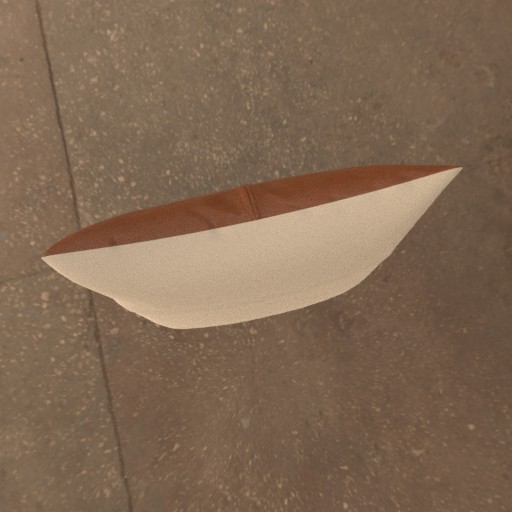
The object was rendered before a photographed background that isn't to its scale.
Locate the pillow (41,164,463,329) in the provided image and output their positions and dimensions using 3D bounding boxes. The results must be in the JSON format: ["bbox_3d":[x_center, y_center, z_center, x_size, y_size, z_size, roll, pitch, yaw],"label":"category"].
[{"bbox_3d":[0.000,0.000,0.741,0.501,0.477,0.192,-12,76,-3],"label":"pillow"}]
